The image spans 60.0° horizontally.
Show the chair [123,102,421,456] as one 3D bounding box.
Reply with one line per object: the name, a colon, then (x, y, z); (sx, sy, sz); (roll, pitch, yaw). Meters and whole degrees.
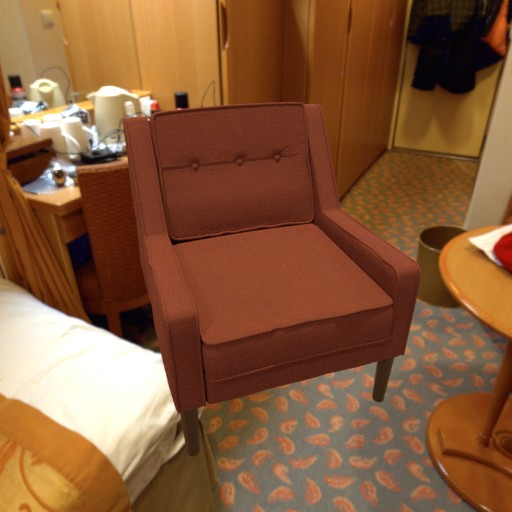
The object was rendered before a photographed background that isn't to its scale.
chair: (0.000, 0.000, 1.381); (0.680, 0.812, 0.770); (-10, 32, -16)
